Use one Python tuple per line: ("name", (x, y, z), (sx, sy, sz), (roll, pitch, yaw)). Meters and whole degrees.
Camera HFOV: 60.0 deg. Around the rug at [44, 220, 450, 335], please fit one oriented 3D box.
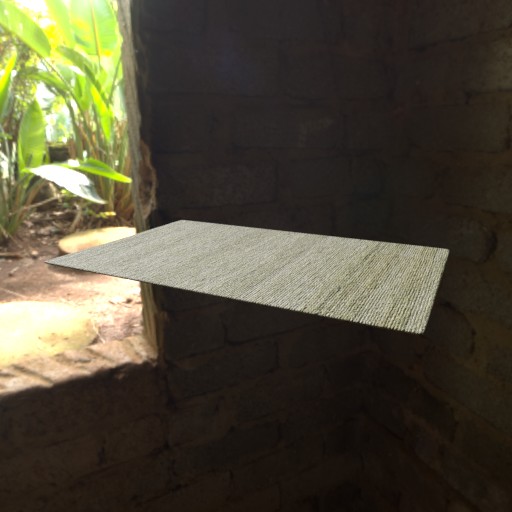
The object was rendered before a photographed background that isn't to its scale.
("rug", (0.000, 0.000, 2.267), (1.758, 0.010, 1.143), (8, 18, 26))
